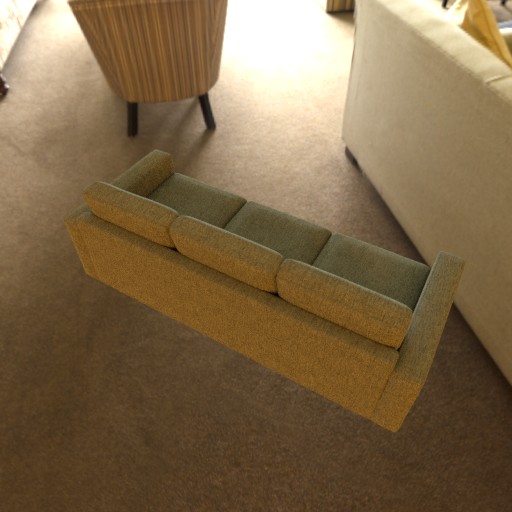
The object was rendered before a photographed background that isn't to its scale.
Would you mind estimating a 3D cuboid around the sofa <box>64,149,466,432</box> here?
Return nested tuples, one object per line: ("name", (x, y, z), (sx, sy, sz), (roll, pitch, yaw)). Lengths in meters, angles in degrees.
("sofa", (0.000, 0.000, 2.631), (2.160, 0.800, 0.900), (23, 51, 20))
